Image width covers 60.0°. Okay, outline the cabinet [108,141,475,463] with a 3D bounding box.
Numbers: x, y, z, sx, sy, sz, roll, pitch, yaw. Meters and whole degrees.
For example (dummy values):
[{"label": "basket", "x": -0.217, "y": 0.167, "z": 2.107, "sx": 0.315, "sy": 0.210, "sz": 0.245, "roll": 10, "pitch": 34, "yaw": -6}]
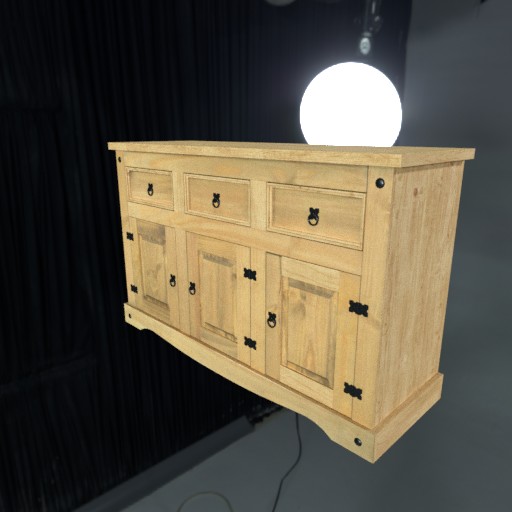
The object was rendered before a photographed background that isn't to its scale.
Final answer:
[{"label": "cabinet", "x": 0.000, "y": 0.000, "z": 1.666, "sx": 1.321, "sy": 0.810, "sz": 0.432, "roll": 15, "pitch": 22, "yaw": 43}]
